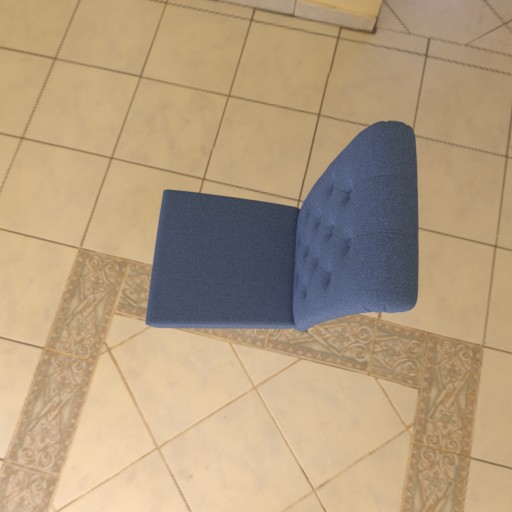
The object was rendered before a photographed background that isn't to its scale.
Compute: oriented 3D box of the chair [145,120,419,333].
[{"bbox_3d":[0.000,0.000,1.368,0.671,1.006,0.456,4,76,1],"label":"chair"}]
